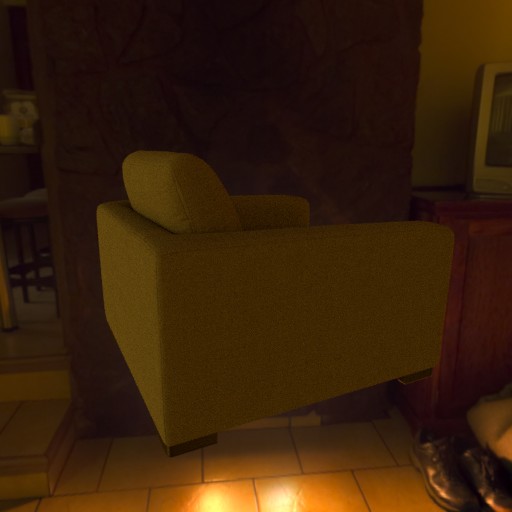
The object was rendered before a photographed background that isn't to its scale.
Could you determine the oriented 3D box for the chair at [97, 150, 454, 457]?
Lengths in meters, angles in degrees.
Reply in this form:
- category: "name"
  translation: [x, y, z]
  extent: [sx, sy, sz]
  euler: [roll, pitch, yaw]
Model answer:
- category: "chair"
  translation: [0.000, 0.000, 1.831]
  extent: [1.100, 0.847, 1.070]
  euler: [-7, 15, -26]
